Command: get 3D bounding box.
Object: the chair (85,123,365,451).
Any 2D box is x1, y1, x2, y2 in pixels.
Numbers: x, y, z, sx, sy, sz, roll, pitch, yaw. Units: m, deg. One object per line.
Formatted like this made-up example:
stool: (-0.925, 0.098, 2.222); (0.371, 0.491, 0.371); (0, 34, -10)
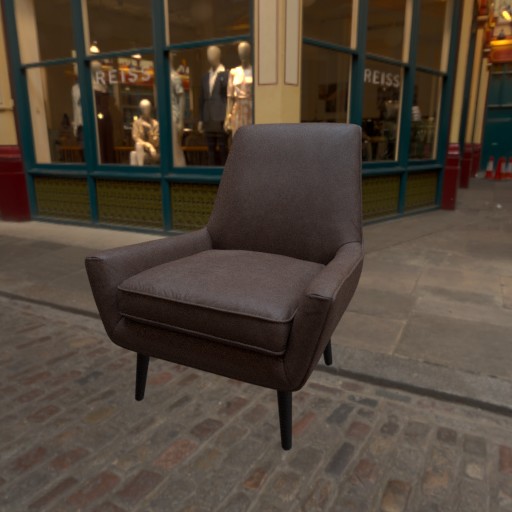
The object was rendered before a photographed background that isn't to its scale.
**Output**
chair: (0.000, 0.000, 1.516); (0.787, 0.888, 0.824); (7, 17, 26)
